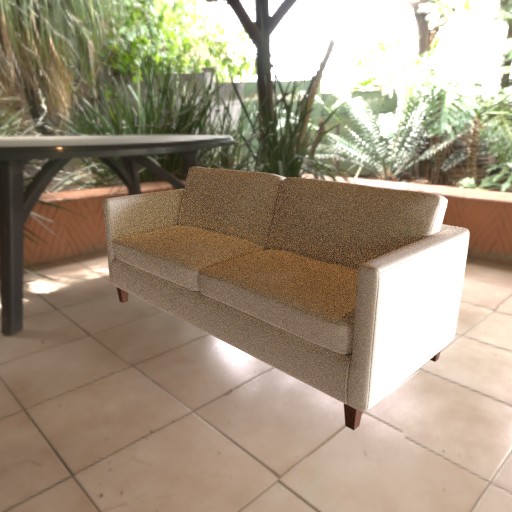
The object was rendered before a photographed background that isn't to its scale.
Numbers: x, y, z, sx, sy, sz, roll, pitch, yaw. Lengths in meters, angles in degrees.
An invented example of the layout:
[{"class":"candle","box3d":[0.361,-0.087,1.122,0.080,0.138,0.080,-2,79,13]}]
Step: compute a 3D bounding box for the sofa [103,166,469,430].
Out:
[{"class":"sofa","box3d":[0.000,0.000,2.683,0.924,0.933,2.139,-16,23,-42]}]
